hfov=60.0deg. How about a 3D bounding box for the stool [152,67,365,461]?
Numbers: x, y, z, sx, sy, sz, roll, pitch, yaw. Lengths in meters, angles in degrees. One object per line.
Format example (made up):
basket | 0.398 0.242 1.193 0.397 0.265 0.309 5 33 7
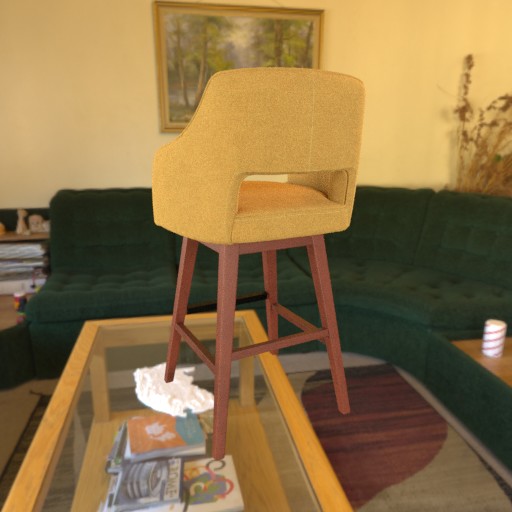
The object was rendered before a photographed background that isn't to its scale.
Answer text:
stool | 0.000 0.000 1.368 0.548 1.012 0.558 -8 17 -27
